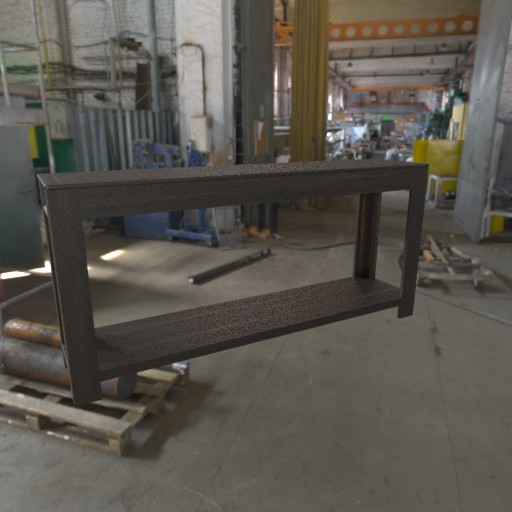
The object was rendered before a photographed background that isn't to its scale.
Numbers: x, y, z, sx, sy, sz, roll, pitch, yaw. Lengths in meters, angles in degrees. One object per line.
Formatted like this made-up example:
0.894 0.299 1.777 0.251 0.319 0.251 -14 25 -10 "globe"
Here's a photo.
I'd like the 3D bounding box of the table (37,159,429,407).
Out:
0.000 0.000 1.953 1.631 0.762 0.384 -9 19 -27 "table"
